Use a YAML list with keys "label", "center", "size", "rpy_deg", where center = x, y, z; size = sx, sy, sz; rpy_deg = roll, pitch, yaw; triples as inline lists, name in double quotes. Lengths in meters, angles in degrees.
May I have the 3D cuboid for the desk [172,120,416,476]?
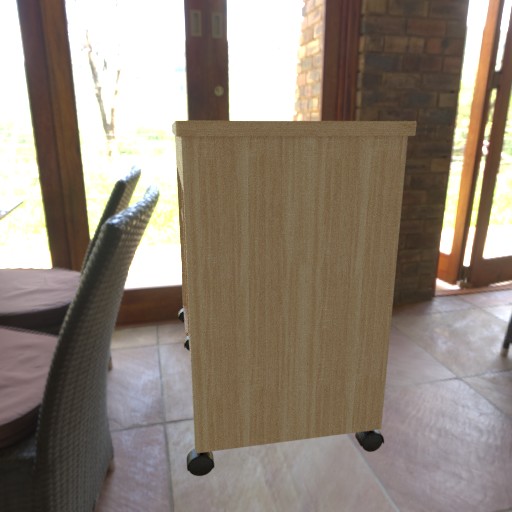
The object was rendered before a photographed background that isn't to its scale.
- label: "desk"
  center: [0.000, 0.000, 1.346]
  size: [0.480, 0.770, 0.884]
  rpy_deg: [-3, 16, -10]
